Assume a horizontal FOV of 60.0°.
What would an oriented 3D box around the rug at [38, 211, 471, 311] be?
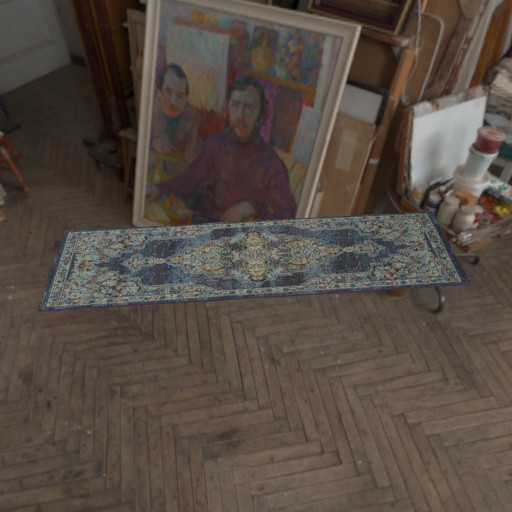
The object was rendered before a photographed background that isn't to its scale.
[{"bbox_3d":[0.000,0.000,2.526,2.283,0.016,0.602,-3,47,-3],"label":"rug"}]
